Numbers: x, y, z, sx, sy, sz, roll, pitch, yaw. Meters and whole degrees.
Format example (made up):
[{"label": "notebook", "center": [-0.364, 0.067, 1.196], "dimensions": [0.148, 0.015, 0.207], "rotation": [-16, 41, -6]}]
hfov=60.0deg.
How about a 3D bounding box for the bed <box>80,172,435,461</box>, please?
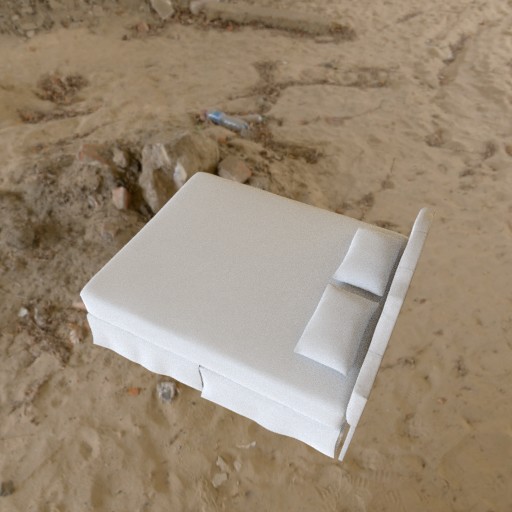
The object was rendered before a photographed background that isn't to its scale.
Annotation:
[{"label": "bed", "center": [0.000, 0.000, 3.818], "dimensions": [2.477, 1.617, 2.039], "rotation": [20, 50, 18]}]
